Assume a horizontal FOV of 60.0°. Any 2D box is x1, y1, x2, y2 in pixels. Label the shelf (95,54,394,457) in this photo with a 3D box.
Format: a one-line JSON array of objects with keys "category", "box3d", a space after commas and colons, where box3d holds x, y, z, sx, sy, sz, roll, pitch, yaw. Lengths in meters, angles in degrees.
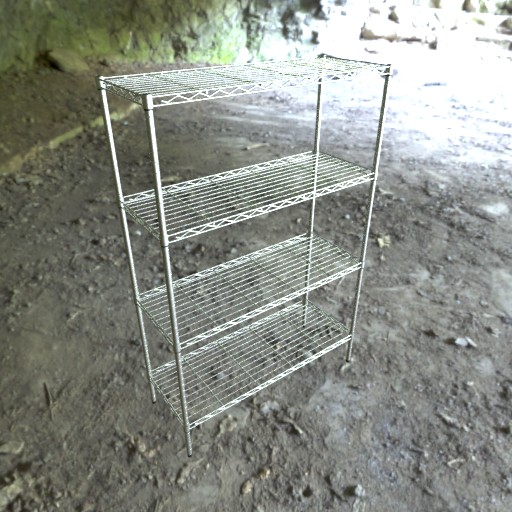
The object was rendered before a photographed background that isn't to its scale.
[{"category": "shelf", "box3d": [0.000, 0.000, 1.735, 0.907, 1.360, 0.352, -20, 36, -30]}]
